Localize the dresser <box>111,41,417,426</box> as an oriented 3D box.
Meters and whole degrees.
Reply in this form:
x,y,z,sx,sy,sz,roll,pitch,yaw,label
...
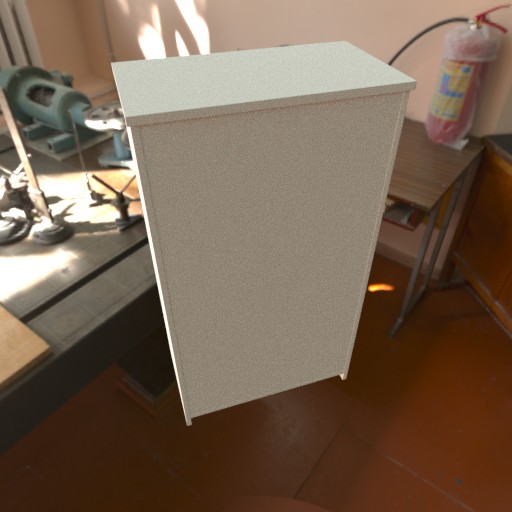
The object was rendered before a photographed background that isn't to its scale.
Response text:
x,y,z,sx,sy,sz,roll,pitch,yaw,label
0.000,0.000,1.553,0.704,1.255,0.399,-12,41,-14,dresser
